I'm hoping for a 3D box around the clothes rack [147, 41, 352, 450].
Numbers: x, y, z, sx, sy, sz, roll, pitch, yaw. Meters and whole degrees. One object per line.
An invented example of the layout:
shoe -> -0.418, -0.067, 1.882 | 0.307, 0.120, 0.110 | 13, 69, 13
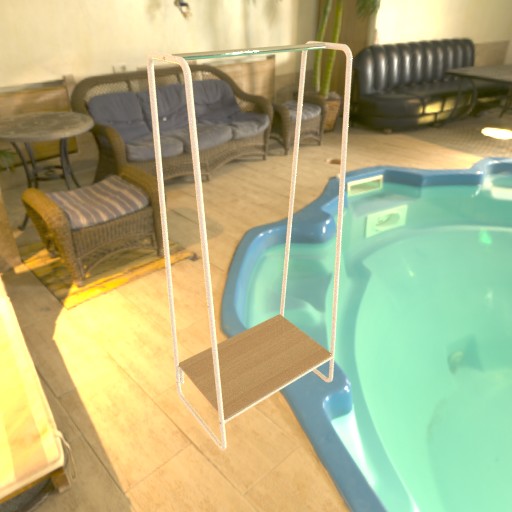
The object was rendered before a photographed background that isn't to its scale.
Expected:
clothes rack -> 0.000, 0.000, 1.757 | 0.640, 1.500, 0.400 | -21, 36, -32
